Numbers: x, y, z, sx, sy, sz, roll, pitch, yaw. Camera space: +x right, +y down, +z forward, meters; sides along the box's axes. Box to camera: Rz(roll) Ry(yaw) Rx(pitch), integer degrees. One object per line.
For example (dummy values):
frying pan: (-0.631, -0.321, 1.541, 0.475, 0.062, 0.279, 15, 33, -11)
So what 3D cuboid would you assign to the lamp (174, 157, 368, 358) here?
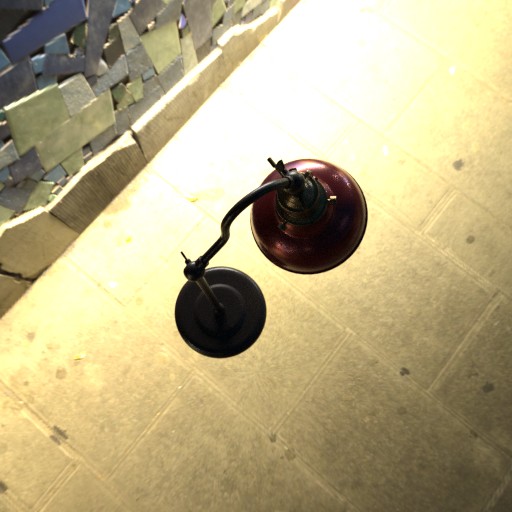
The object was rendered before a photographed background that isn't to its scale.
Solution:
lamp: (0.000, 0.000, 0.694, 0.374, 0.508, 0.192, -35, 78, -9)
